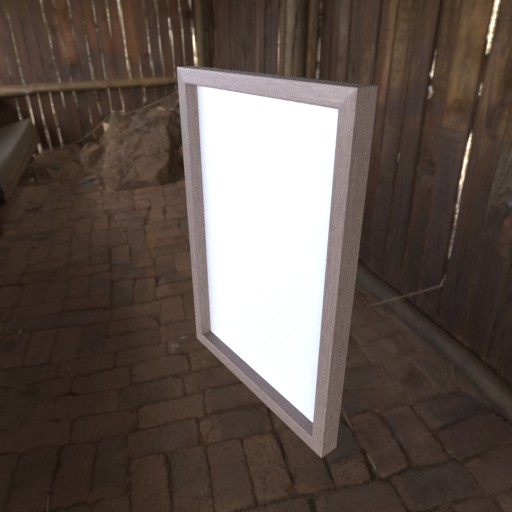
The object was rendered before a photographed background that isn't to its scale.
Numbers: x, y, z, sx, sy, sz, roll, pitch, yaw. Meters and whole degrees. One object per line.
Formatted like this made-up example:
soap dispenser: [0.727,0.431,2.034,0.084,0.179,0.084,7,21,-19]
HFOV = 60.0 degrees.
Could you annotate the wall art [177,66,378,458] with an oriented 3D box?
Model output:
wall art: [0.000,0.000,0.670,0.032,0.510,0.358,-19,32,-33]
